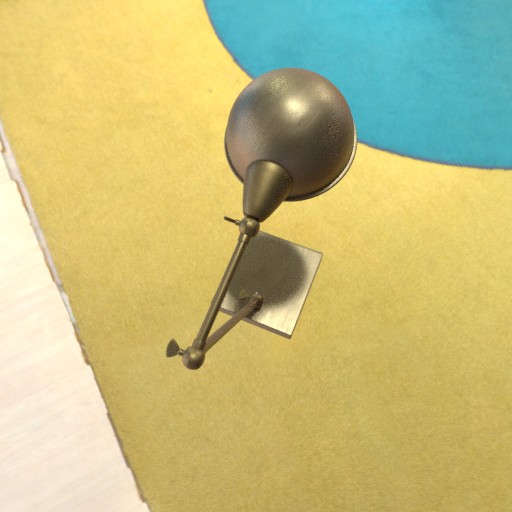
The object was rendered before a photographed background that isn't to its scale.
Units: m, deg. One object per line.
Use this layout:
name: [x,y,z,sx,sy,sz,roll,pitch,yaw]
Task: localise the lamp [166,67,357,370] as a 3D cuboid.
lamp: [0.000,0.000,0.554,0.149,0.371,0.339,20,65,10]
